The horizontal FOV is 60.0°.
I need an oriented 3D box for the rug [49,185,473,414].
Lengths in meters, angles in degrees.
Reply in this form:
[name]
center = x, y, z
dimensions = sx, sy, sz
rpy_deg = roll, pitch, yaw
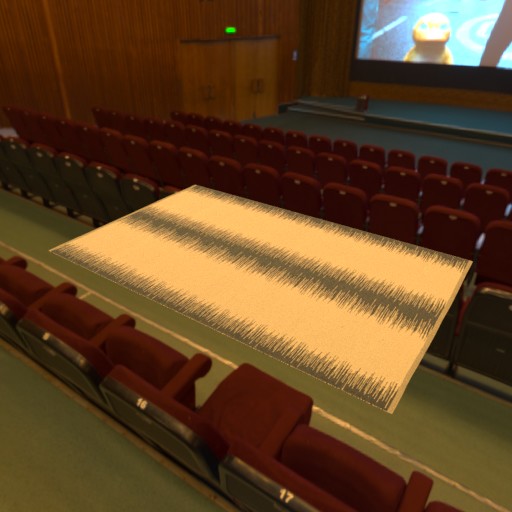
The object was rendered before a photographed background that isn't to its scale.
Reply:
[rug]
center = 0.000, 0.000, 2.998
dimensions = 2.453, 0.003, 1.519
rpy_deg = 19, 35, 30
